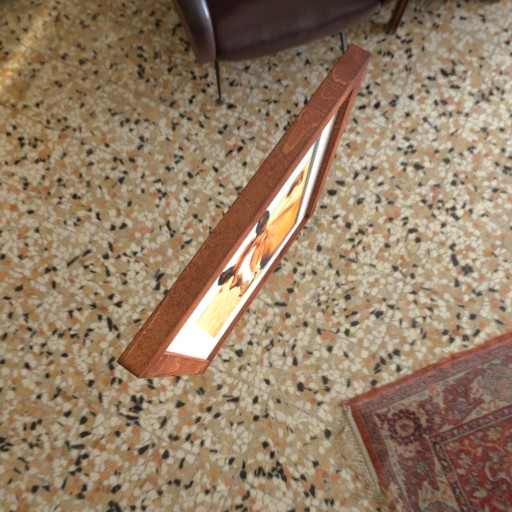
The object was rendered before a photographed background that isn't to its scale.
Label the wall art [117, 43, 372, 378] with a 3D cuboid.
[{"bbox_3d":[0.000,0.000,0.764,0.030,0.558,0.462,33,78,8],"label":"wall art"}]
